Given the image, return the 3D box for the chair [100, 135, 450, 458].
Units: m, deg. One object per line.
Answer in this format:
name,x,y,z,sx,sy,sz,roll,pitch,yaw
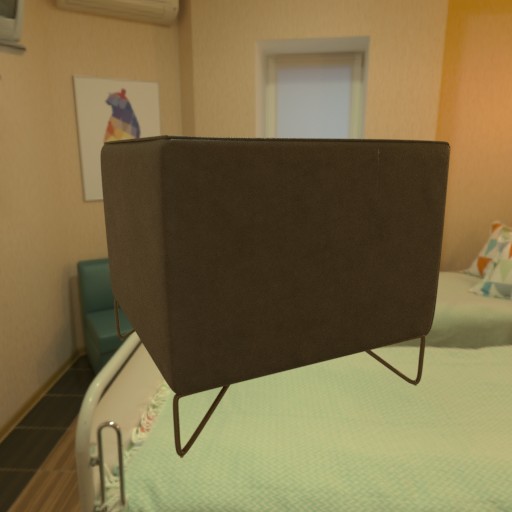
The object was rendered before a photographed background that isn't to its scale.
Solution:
chair,0.000,0.000,1.565,0.894,0.790,0.880,-7,15,-26
